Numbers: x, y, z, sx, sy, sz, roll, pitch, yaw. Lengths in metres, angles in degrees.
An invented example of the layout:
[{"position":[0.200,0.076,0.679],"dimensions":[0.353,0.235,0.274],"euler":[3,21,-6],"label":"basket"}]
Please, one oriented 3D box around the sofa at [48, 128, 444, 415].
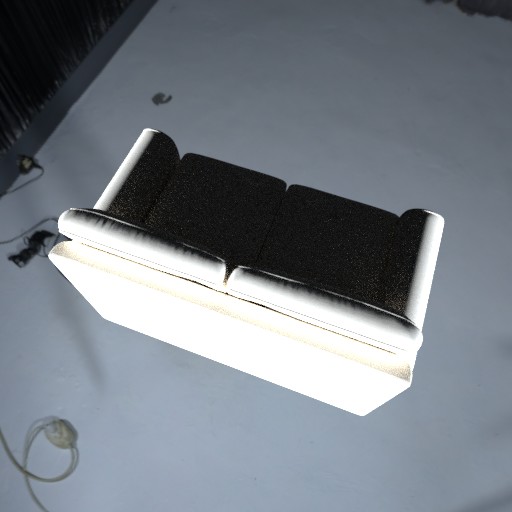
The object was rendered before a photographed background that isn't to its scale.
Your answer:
[{"position":[0.000,0.000,2.341],"dimensions":[1.727,0.940,0.991],"euler":[18,64,9],"label":"sofa"}]
